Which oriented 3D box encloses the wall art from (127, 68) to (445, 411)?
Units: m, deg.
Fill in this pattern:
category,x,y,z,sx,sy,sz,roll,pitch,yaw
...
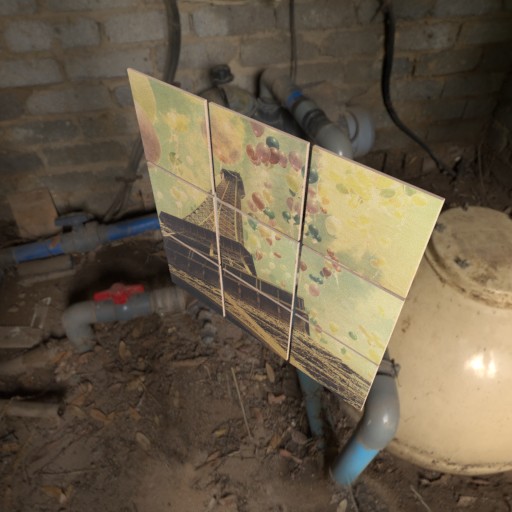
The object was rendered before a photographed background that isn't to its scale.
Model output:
category,x,y,z,sx,sy,sz,roll,pitch,yaw
wall art,0.000,0.000,1.822,1.219,1.218,0.013,30,54,26
